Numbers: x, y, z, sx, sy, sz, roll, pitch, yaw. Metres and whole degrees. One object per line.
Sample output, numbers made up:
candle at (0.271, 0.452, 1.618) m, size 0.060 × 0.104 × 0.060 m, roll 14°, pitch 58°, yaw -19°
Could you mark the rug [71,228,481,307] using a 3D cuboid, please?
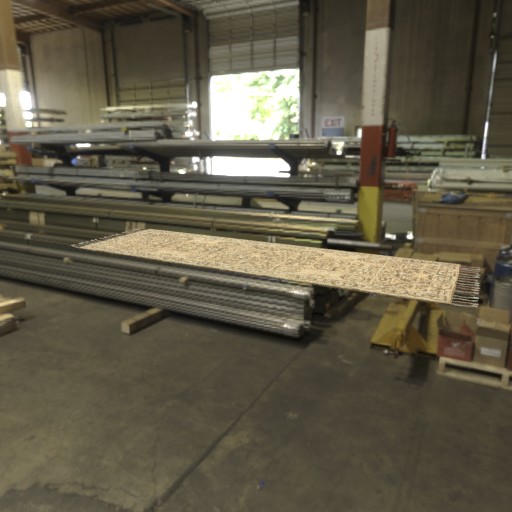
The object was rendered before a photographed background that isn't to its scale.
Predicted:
rug at (0.000, 0.000, 2.928) m, size 2.664 × 0.011 × 0.762 m, roll 7°, pitch 16°, yaw 26°
